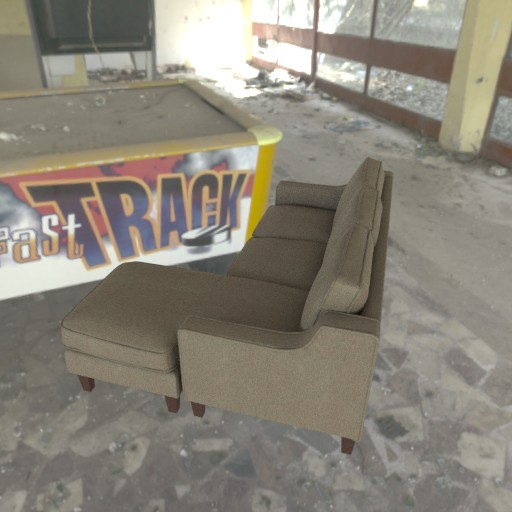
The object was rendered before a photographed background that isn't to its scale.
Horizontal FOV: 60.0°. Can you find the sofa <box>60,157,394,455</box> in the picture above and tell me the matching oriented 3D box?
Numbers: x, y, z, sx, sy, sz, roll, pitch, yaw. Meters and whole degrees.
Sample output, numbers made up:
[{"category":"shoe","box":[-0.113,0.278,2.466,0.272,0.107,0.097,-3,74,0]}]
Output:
[{"category":"sofa","box":[0.000,0.000,3.330,1.858,1.081,2.317,8,31,14]}]
